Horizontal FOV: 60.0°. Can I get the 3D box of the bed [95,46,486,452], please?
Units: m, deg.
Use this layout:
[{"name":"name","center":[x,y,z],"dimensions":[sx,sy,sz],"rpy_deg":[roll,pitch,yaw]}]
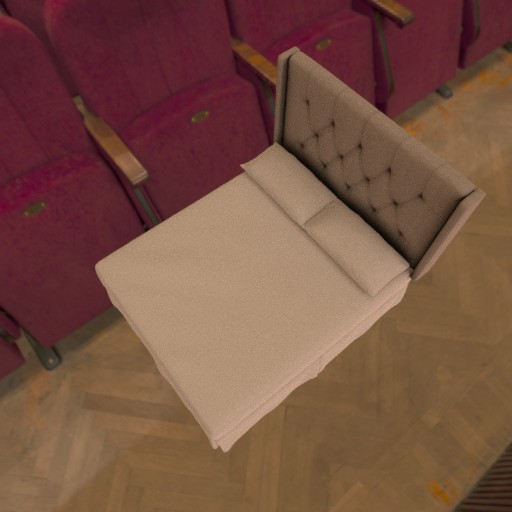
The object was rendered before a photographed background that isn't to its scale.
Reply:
[{"name":"bed","center":[0.000,0.000,3.296],"dimensions":[2.066,1.665,1.719],"rpy_deg":[-35,66,-18]}]
